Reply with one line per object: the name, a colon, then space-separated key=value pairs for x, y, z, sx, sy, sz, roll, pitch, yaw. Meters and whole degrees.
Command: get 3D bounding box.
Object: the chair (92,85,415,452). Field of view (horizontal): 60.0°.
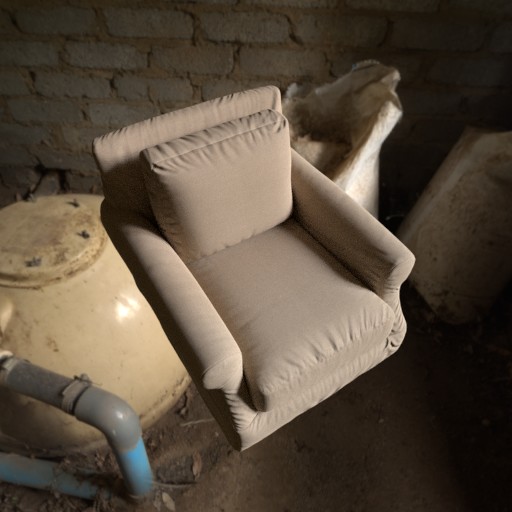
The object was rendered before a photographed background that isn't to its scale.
chair: x=0.000 y=0.000 z=1.788 sx=0.940 sy=0.866 sz=1.066 roll=-25 pitch=52 yaw=-21
